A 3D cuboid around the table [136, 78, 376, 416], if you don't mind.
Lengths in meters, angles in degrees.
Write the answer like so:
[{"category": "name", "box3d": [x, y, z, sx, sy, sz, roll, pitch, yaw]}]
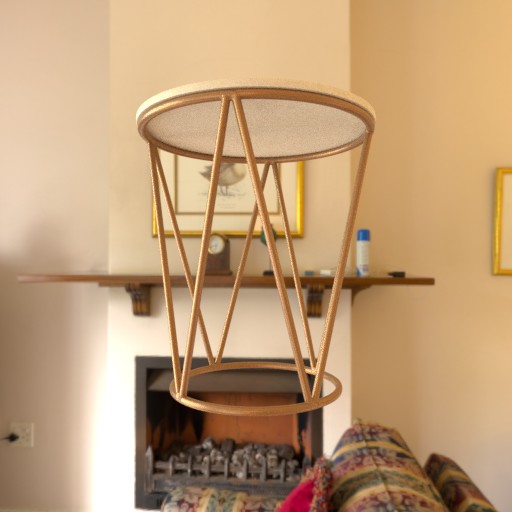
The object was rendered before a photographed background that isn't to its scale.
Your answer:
[{"category": "table", "box3d": [0.000, 0.000, 0.954, 0.500, 0.564, 0.500, 0, -1, 0]}]
